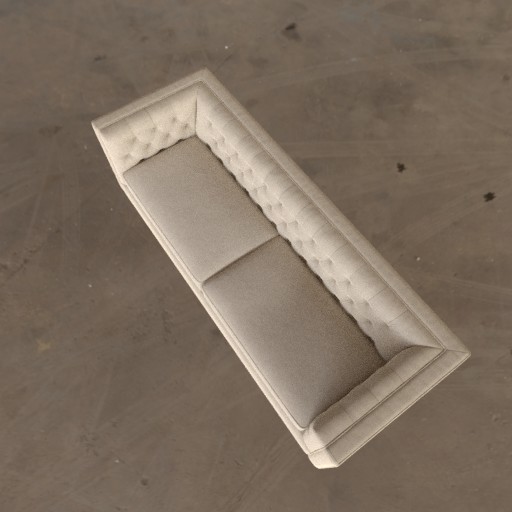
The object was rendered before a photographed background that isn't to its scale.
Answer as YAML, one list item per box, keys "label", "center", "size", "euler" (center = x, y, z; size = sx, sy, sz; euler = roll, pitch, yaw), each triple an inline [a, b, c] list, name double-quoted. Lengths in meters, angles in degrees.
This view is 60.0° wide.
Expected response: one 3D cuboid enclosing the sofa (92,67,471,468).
- label: "sofa"
  center: [0.000, 0.000, 2.541]
  size: [0.775, 0.762, 2.159]
  euler: [-32, 68, -15]
